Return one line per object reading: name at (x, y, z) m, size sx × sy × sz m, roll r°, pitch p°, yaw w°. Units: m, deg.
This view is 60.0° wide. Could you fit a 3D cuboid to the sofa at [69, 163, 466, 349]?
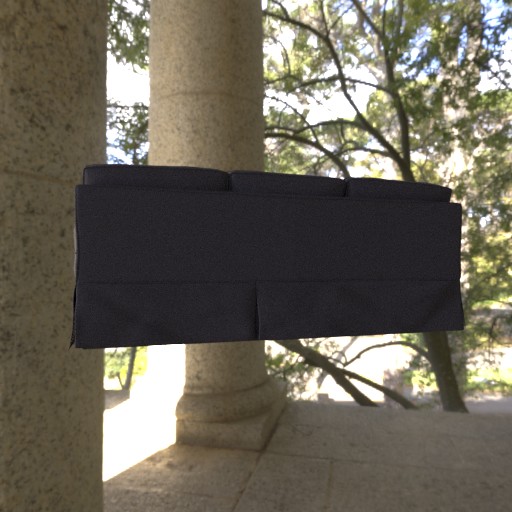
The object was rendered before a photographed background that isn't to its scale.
sofa at (0.000, 0.000, 3.423) m, size 2.518 × 1.039 × 1.637 m, roll 0°, pitch -1°, yaw -17°
